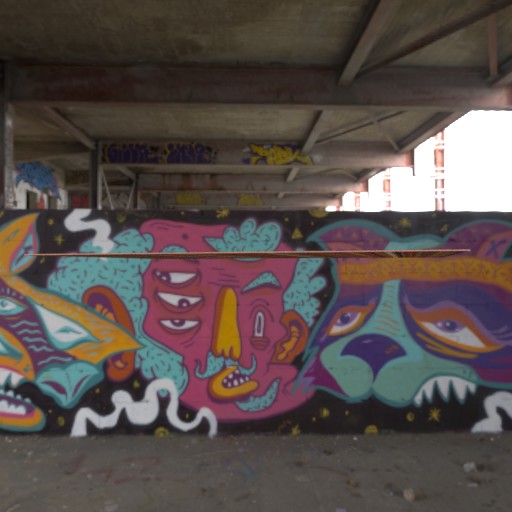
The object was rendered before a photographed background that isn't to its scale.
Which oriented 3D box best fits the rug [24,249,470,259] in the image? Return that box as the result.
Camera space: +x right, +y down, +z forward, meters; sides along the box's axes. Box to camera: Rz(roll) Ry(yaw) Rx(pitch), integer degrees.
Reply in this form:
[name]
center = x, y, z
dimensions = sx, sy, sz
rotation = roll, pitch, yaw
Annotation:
[rug]
center = 0.000, 0.000, 2.990
dimensions = 2.438, 0.008, 1.523
rotation = 0, -1, 19
